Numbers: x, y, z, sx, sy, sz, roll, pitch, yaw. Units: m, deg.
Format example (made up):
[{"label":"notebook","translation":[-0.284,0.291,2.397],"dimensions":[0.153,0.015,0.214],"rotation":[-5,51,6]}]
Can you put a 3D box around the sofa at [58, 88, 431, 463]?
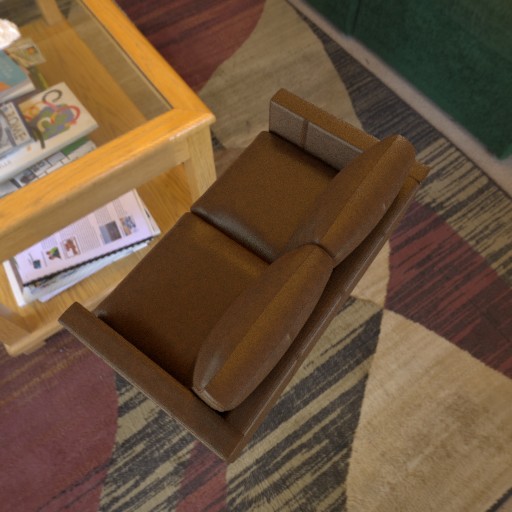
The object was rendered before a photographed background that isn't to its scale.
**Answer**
[{"label":"sofa","translation":[0.000,0.000,2.130],"dimensions":[0.909,0.951,1.578],"rotation":[34,69,15]}]
